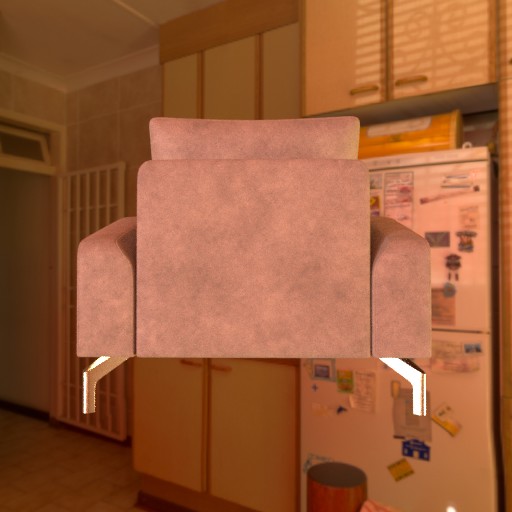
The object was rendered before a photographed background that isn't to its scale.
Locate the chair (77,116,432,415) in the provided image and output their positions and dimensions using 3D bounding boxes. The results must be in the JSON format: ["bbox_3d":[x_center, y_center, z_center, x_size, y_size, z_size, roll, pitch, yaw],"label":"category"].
[{"bbox_3d":[0.000,0.000,1.551,0.900,0.800,0.900,0,-1,1],"label":"chair"}]
